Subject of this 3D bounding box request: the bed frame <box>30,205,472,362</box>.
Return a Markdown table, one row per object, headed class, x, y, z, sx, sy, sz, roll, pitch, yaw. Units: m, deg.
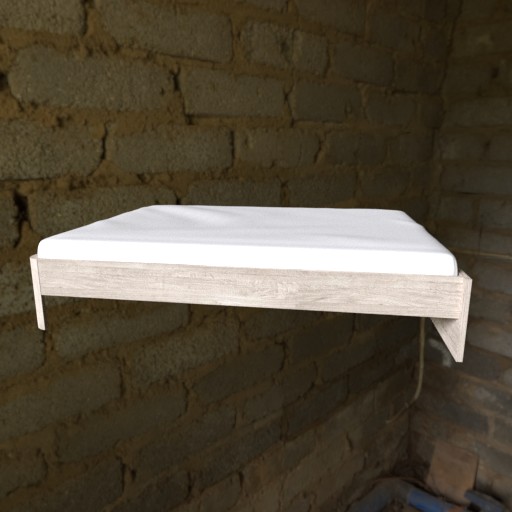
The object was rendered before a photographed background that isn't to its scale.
| class | x | y | z | sx | sy | sz | roll | pitch | yaw |
| --- | --- | --- | --- | --- | --- | --- | --- | --- | --- |
| bed frame | 0.000 | 0.000 | 2.621 | 1.950 | 0.462 | 1.490 | 2 | 14 | 9 |
